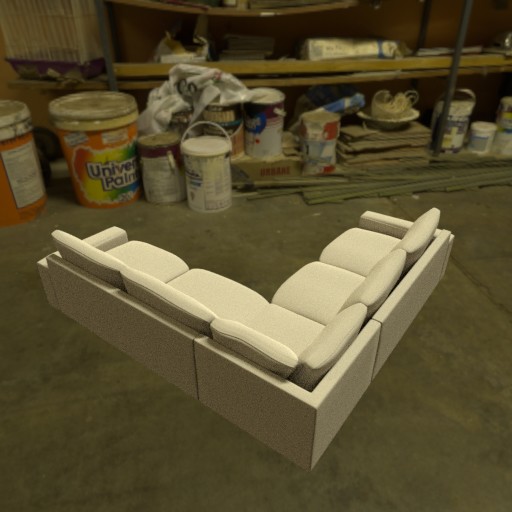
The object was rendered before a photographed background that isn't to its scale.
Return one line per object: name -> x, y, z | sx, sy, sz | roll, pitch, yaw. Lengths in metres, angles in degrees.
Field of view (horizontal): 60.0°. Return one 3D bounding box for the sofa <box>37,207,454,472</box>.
sofa -> 0.000, 0.000, 4.715 | 3.206, 0.918, 3.066 | 21, 38, 30
